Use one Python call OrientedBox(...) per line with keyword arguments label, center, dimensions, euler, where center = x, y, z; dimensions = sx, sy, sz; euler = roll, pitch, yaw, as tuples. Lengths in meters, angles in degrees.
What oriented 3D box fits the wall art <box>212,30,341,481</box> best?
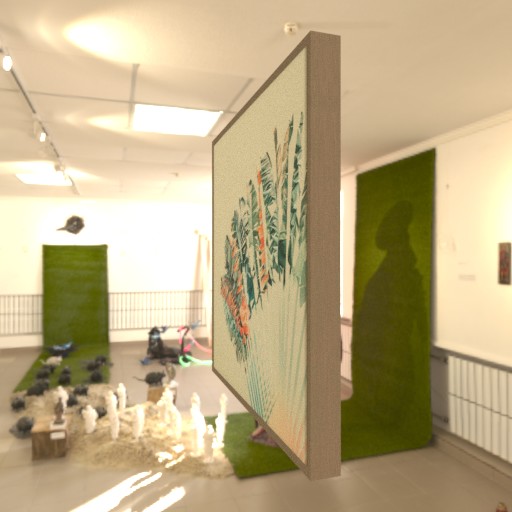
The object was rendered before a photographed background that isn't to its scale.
OrientedBox(label="wall art", center=(0.000, 0.000, 0.745), dimensions=(0.038, 0.506, 0.508), euler=(0, 0, -18))
